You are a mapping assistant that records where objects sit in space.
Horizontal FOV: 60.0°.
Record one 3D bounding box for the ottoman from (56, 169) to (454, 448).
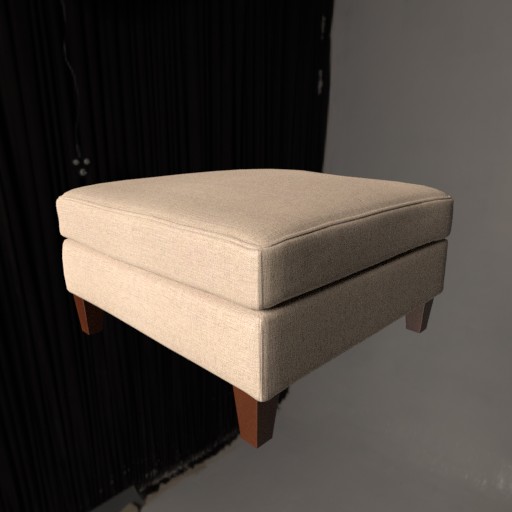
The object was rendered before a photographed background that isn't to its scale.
[{"bbox_3d":[0.000,0.000,1.323,0.838,0.481,0.838,15,22,42],"label":"ottoman"}]
